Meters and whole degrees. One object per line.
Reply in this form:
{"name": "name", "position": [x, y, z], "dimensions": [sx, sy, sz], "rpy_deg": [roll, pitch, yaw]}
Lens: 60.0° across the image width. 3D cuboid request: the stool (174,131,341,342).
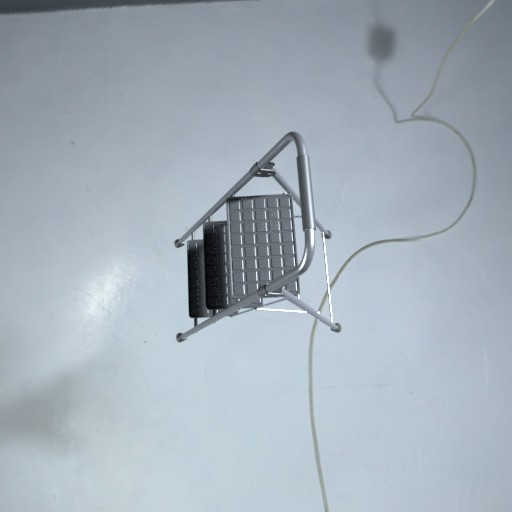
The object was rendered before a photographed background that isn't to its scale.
{"name": "stool", "position": [0.000, 0.000, 1.469], "dimensions": [0.733, 1.121, 0.473], "rpy_deg": [-3, 77, -1]}
